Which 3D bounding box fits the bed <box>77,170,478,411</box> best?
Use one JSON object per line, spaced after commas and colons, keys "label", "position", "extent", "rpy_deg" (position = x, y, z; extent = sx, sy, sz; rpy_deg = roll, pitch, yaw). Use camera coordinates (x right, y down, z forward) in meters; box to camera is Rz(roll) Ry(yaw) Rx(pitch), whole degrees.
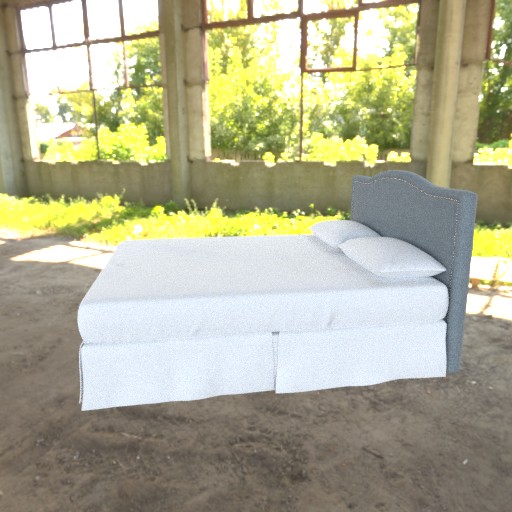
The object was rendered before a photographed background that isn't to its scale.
{"label": "bed", "position": [0.000, 0.000, 3.878], "extent": [2.689, 1.457, 2.161], "rpy_deg": [-2, 14, -9]}
